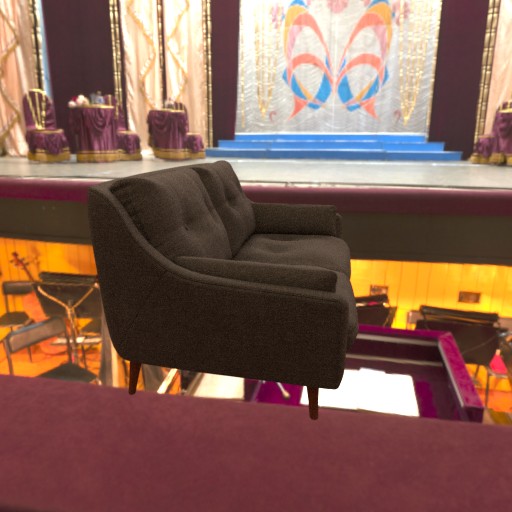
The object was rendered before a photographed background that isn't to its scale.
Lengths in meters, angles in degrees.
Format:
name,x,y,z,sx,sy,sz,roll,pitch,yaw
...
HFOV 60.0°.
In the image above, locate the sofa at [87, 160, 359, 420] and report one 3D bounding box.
name,x,y,z,sx,sy,sz,roll,pitch,yaw
sofa,0.000,0.000,2.248,0.976,0.887,1.646,3,15,10
